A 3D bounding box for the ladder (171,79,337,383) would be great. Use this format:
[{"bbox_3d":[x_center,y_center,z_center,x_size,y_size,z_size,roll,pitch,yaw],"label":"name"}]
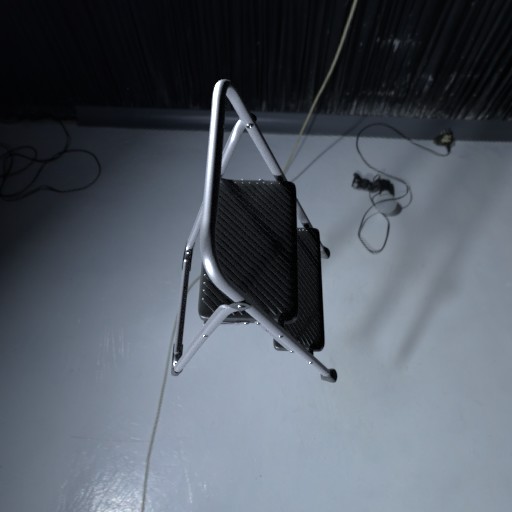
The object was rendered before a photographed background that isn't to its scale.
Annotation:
[{"bbox_3d":[0.000,0.000,1.029,0.472,0.720,0.430,1,63,1],"label":"ladder"}]
